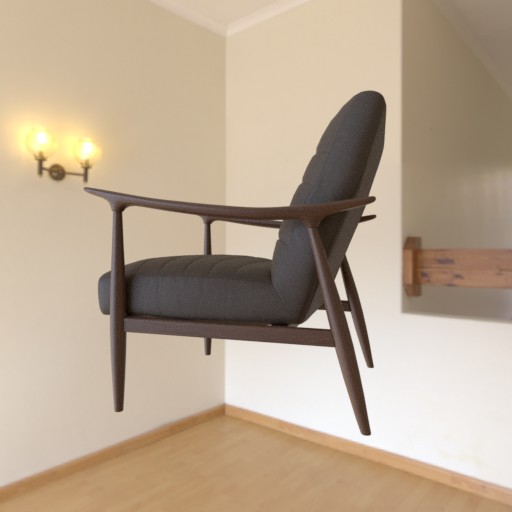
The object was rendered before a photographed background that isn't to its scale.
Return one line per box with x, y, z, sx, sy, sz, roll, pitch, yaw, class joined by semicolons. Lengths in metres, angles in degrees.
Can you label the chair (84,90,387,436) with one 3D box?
0.000;0.000;1.432;0.798;0.831;0.741;0;1;15;chair
